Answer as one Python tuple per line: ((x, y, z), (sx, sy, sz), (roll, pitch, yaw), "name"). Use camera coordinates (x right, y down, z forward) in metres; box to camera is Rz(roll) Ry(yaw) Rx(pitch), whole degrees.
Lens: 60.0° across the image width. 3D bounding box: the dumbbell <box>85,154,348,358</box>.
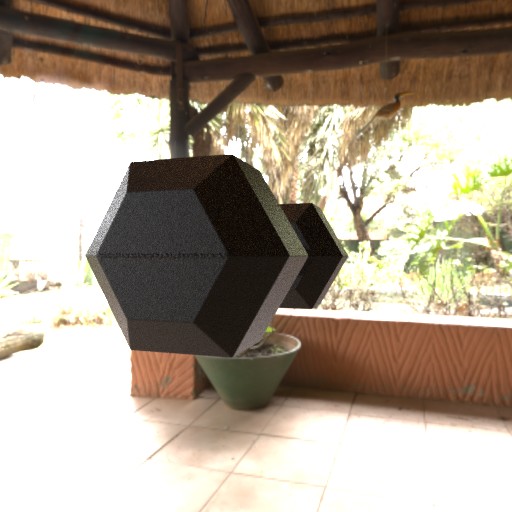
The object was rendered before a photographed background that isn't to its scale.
((0.000, 0.000, 0.350), (0.116, 0.101, 0.297), (0, 0, 18), "dumbbell")
